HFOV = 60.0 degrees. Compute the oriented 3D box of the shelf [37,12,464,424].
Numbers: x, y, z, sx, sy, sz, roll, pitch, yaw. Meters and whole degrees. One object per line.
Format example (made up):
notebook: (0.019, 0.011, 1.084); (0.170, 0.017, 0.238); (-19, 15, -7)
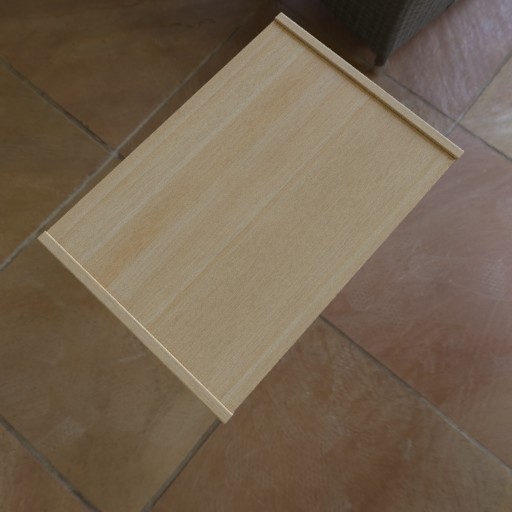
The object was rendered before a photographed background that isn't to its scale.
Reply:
shelf: (0.000, 0.000, 0.796); (0.290, 0.592, 0.414); (42, 80, 9)
